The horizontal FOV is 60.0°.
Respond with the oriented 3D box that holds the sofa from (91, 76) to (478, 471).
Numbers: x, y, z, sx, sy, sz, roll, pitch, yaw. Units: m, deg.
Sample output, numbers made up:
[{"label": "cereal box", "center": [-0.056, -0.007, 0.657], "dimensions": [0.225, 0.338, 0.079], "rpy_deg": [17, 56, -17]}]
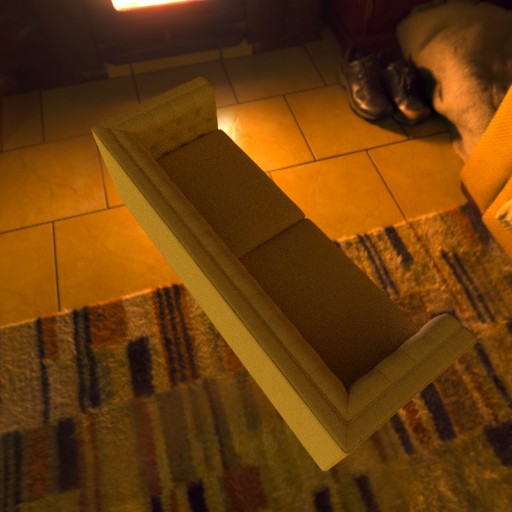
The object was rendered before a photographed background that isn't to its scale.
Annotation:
[{"label": "sofa", "center": [0.000, 0.000, 2.527], "dimensions": [0.775, 0.762, 2.159], "rpy_deg": [-32, 64, -18]}]
